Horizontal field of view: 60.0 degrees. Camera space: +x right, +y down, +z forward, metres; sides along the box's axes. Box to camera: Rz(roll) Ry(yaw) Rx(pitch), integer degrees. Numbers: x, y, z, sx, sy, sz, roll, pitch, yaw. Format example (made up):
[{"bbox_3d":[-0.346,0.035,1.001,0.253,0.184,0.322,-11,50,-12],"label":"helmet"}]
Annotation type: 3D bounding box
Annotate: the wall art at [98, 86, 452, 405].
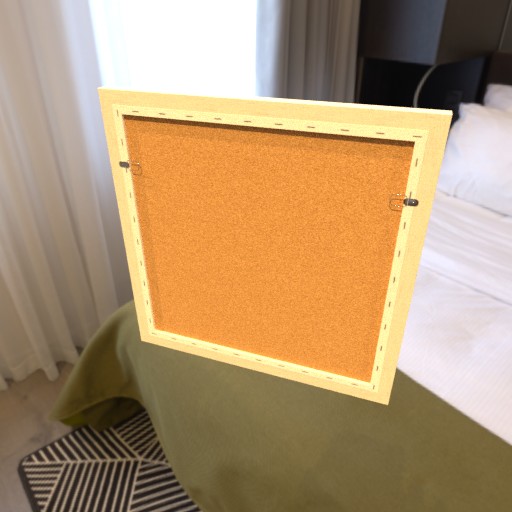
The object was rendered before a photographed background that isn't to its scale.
[{"bbox_3d":[0.000,0.000,1.488,1.016,1.016,0.045,10,32,17],"label":"wall art"}]
